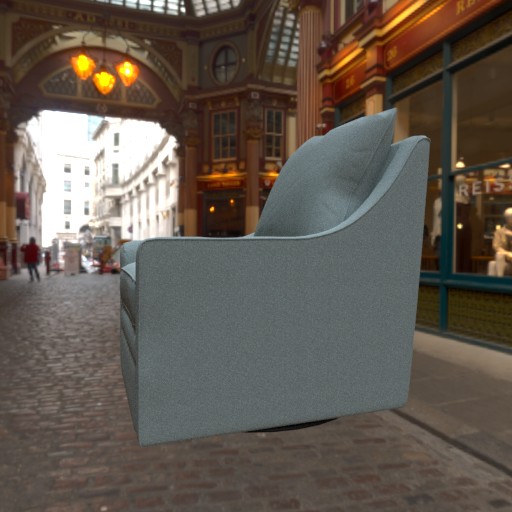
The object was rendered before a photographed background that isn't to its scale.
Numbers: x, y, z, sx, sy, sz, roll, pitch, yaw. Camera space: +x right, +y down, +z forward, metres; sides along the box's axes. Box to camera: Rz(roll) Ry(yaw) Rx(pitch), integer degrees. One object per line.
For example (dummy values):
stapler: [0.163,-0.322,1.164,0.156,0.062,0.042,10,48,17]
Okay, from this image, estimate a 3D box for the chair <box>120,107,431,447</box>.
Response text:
chair: [0.000,0.000,1.519,0.870,0.926,0.760,0,1,-20]
